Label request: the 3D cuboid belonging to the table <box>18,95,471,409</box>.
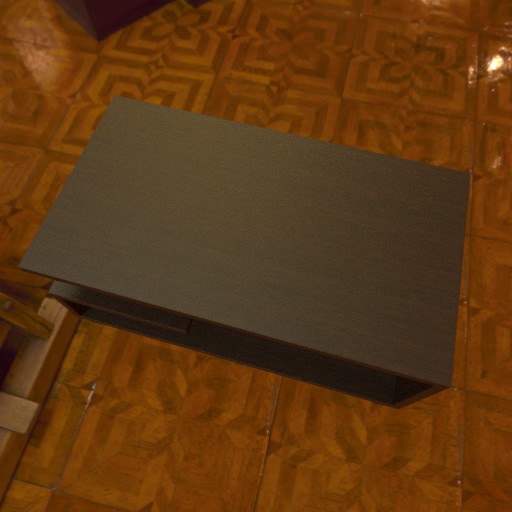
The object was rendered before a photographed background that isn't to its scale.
[{"bbox_3d":[0.000,0.000,1.354,1.050,0.460,0.590,14,65,7],"label":"table"}]
